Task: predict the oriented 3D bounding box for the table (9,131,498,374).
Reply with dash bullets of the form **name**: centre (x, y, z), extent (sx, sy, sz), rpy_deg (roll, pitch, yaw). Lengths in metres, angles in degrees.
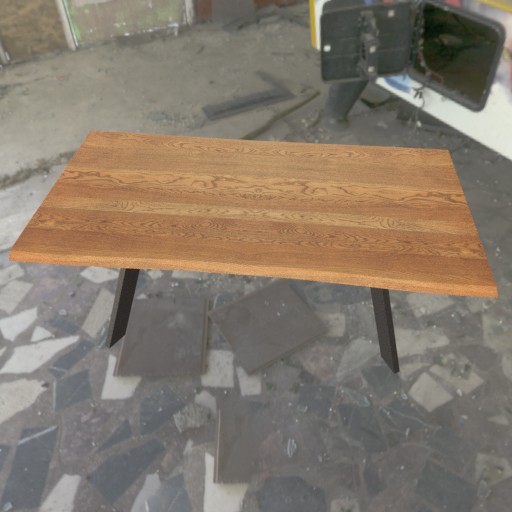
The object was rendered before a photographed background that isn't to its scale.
- **table**: centre (0.000, 0.000, 2.179), extent (1.800, 0.770, 0.900), rpy_deg (4, 46, 4)
